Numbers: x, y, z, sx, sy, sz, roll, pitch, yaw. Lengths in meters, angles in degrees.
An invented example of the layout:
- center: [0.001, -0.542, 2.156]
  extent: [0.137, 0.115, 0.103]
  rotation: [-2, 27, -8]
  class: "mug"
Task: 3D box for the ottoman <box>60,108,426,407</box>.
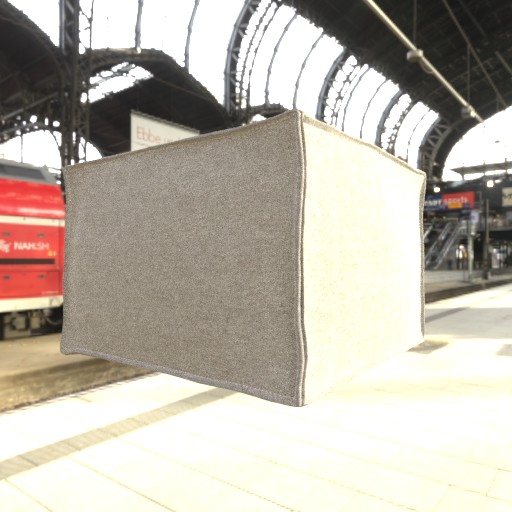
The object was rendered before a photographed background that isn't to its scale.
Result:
- center: [0.000, 0.000, 1.121]
  extent: [0.696, 0.470, 0.707]
  rotation: [0, 0, 36]
  class: "ottoman"
